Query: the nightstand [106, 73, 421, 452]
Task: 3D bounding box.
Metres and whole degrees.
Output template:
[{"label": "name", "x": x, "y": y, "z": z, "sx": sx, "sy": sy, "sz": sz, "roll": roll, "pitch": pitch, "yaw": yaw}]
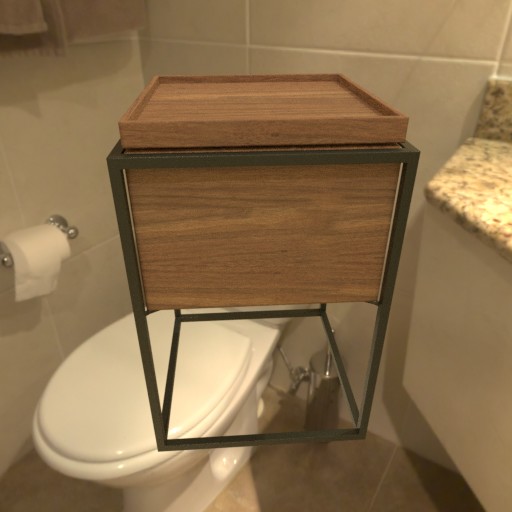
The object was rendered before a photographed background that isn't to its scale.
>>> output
[{"label": "nightstand", "x": 0.000, "y": 0.000, "z": 0.861, "sx": 0.397, "sy": 0.607, "sz": 0.397, "roll": -2, "pitch": 31, "yaw": -3}]
